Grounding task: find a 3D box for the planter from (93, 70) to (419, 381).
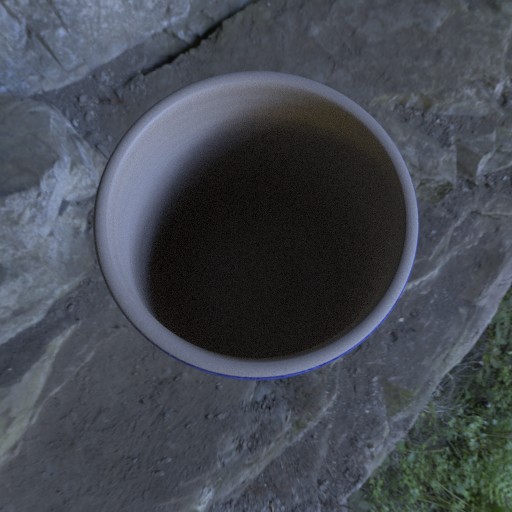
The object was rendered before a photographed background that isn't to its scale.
[{"bbox_3d":[0.000,0.000,0.344,0.184,0.206,0.184,0,75,0],"label":"planter"}]
